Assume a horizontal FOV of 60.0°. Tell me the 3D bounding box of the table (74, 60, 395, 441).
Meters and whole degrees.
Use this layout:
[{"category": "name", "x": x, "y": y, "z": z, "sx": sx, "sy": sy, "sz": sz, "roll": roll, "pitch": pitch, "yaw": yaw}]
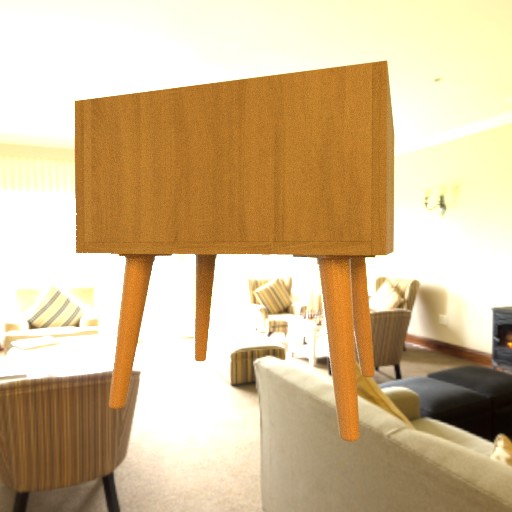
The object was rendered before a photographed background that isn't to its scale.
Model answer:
[{"category": "table", "x": 0.000, "y": 0.000, "z": 0.772, "sx": 0.450, "sy": 0.470, "sz": 0.370, "roll": 0, "pitch": 1, "yaw": 19}]
